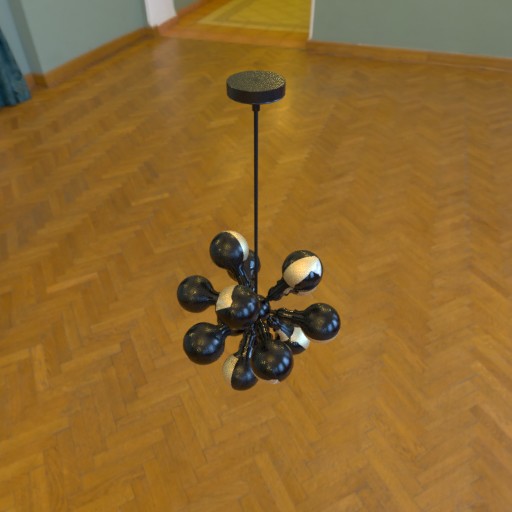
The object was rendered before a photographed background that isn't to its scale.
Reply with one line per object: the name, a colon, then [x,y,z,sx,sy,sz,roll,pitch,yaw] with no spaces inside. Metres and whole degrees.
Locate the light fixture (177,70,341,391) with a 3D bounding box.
light fixture: [0.000,0.000,1.101,0.468,0.859,0.420,12,42,13]
